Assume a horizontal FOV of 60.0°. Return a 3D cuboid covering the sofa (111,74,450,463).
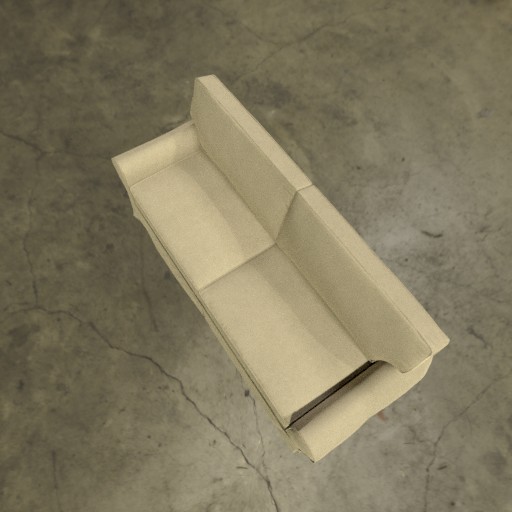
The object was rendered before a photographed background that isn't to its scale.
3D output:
[{"bbox_3d":[0.000,0.000,2.731,0.900,1.014,2.246,-31,68,-14],"label":"sofa"}]
